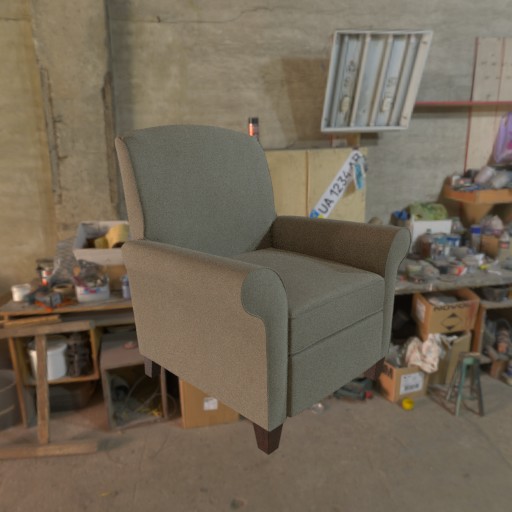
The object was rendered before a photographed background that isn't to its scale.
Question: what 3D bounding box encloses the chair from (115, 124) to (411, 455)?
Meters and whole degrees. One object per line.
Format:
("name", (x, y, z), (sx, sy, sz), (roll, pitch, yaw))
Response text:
("chair", (0.000, 0.000, 1.831), (0.905, 1.061, 0.978), (14, 20, 43))
